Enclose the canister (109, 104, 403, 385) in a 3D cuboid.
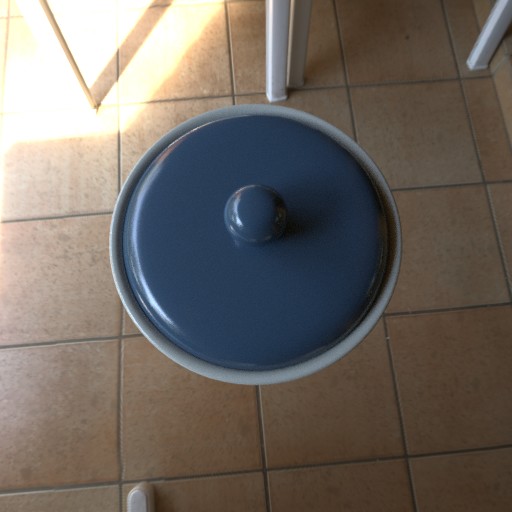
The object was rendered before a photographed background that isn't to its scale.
[{"bbox_3d":[0.000,0.000,0.332,0.182,0.208,0.182,0,76,0],"label":"canister"}]
